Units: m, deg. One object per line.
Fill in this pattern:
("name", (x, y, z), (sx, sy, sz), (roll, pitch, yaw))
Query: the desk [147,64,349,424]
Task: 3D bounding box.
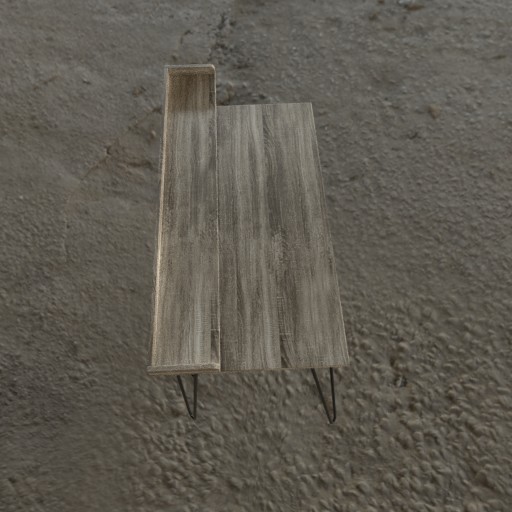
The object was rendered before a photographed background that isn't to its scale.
("desk", (0.000, 0.000, 1.674), (0.605, 0.899, 1.135), (-3, 63, -1))
